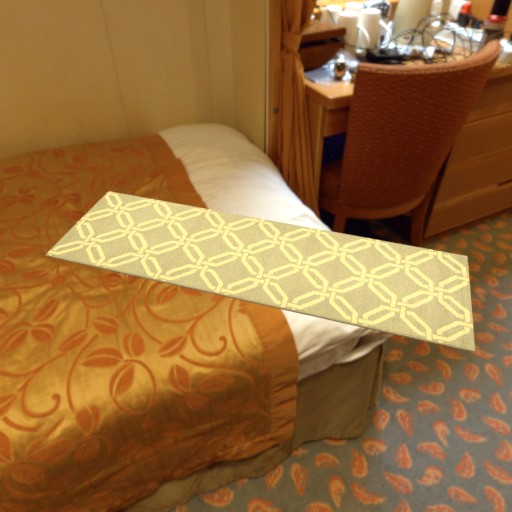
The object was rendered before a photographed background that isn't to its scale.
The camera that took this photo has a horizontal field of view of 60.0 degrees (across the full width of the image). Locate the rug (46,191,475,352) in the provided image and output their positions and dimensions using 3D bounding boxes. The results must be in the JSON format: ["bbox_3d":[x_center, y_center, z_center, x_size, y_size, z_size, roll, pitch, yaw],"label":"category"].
[{"bbox_3d":[0.000,0.000,2.491,2.276,0.014,0.678,11,43,13],"label":"rug"}]
